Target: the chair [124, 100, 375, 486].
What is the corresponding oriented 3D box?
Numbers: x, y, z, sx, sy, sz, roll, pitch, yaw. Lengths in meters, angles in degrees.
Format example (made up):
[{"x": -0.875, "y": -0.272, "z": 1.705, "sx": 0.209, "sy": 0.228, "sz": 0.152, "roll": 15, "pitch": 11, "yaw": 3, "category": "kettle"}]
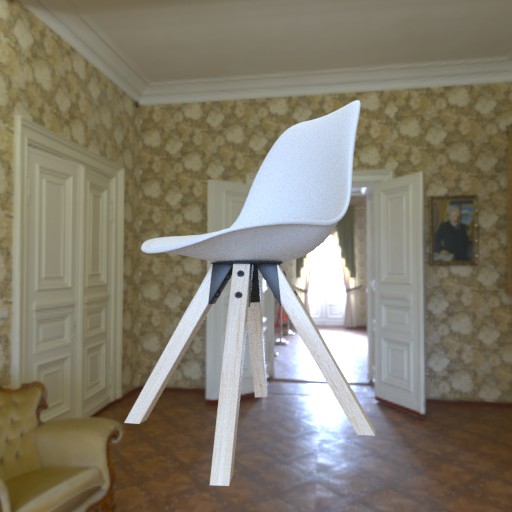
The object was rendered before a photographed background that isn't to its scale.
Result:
[{"x": 0.000, "y": 0.000, "z": 1.123, "sx": 0.550, "sy": 0.850, "sz": 0.485, "roll": 2, "pitch": -3, "yaw": -37, "category": "chair"}]
